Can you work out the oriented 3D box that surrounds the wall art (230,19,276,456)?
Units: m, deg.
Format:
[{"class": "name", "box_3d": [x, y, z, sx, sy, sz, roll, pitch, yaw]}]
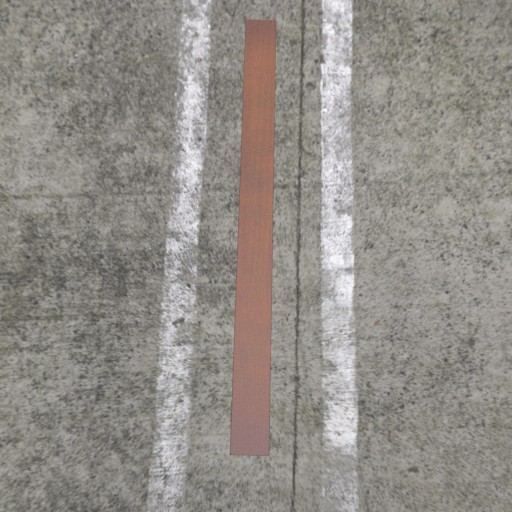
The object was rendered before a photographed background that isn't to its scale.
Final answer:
[{"class": "wall art", "box_3d": [0.000, 0.000, 0.549, 0.030, 0.328, 0.401, 1, 76, 0]}]
